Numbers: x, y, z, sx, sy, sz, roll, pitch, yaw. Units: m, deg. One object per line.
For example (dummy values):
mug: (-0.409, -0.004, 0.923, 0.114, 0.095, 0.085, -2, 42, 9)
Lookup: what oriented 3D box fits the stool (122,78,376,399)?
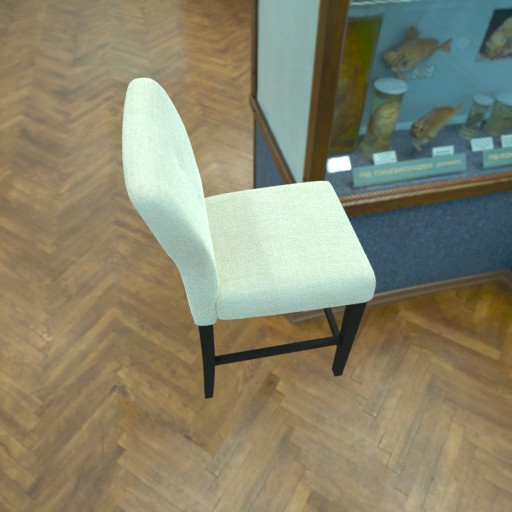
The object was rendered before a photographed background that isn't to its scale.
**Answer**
stool: (0.000, 0.000, 1.368, 0.603, 0.972, 0.514, -8, 48, -7)
